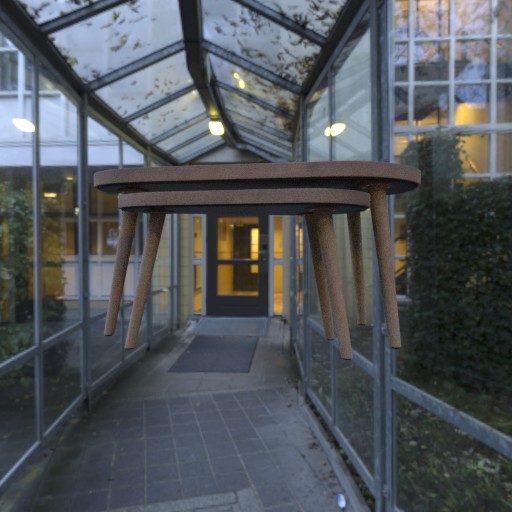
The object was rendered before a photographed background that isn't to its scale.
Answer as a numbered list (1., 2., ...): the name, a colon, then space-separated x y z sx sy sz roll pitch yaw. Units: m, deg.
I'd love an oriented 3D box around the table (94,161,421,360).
1. table: 0.000 0.000 1.578 1.190 0.595 0.701 0 1 0
